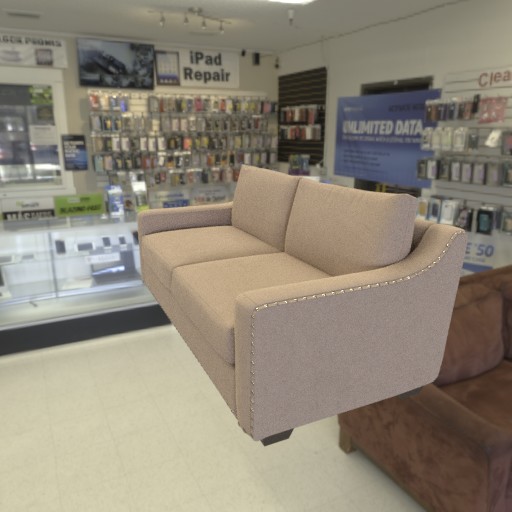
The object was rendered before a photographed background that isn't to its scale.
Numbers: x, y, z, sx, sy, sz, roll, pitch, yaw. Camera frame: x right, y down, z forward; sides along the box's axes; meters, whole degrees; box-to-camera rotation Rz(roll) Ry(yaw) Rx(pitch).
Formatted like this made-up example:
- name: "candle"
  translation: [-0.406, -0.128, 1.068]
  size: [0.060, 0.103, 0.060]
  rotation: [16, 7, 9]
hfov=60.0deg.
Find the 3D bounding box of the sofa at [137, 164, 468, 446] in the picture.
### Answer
- name: "sofa"
  translation: [0.000, 0.000, 2.554]
  size: [1.030, 0.901, 1.967]
  rotation: [-7, 18, -24]
